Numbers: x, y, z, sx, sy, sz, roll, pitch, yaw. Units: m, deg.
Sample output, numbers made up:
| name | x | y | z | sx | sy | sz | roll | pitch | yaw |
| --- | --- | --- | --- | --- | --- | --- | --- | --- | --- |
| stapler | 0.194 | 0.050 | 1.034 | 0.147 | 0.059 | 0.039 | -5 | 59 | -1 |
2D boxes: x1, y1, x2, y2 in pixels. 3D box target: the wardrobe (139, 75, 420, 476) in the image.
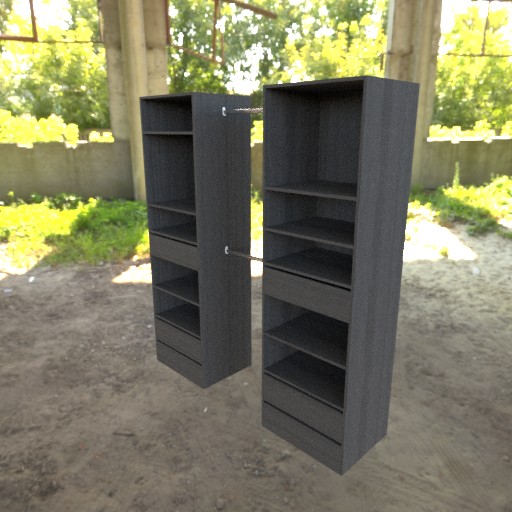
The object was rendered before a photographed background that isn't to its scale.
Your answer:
| name | x | y | z | sx | sy | sz | roll | pitch | yaw |
| --- | --- | --- | --- | --- | --- | --- | --- | --- | --- |
| wardrobe | 0.000 | 0.000 | 2.864 | 1.770 | 2.000 | 0.480 | 15 | 22 | 43 |
